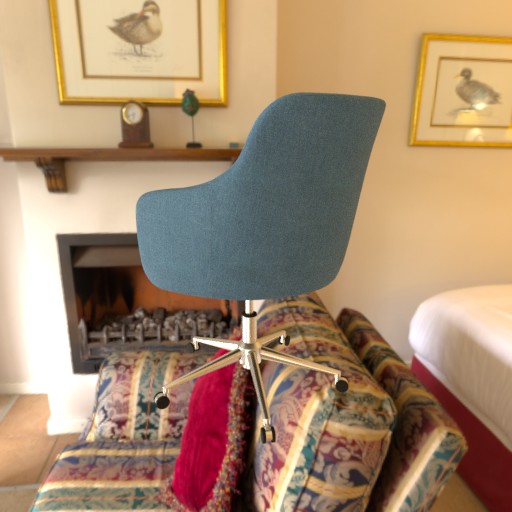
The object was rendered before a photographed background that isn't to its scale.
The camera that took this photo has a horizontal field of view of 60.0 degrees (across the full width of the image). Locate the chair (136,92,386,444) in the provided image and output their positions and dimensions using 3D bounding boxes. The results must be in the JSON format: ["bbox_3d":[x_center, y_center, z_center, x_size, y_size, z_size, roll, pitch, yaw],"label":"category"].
[{"bbox_3d":[0.000,0.000,1.245,0.599,0.820,0.655,-15,21,-43],"label":"chair"}]
